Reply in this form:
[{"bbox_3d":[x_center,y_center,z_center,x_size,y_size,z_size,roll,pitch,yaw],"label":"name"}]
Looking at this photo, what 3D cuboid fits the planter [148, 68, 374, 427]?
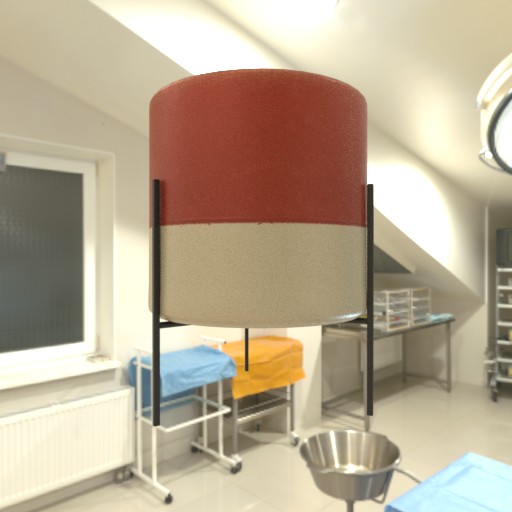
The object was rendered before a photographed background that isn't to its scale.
[{"bbox_3d":[0.000,0.000,0.713,0.354,0.465,0.345,0,0,-37],"label":"planter"}]
